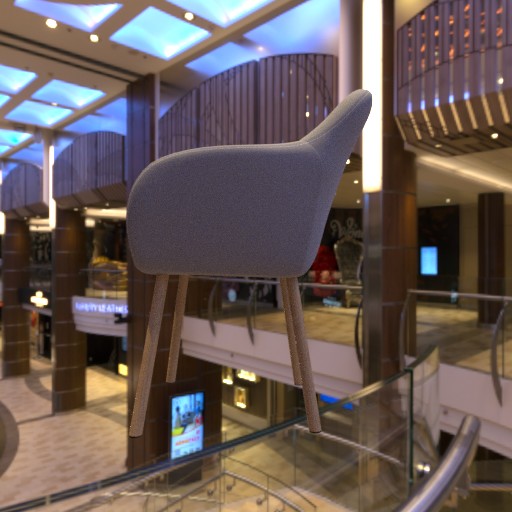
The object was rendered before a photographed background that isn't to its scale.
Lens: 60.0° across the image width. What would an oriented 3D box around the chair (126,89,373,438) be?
[{"bbox_3d":[0.000,0.000,1.240,0.590,0.830,0.570,0,0,0],"label":"chair"}]
